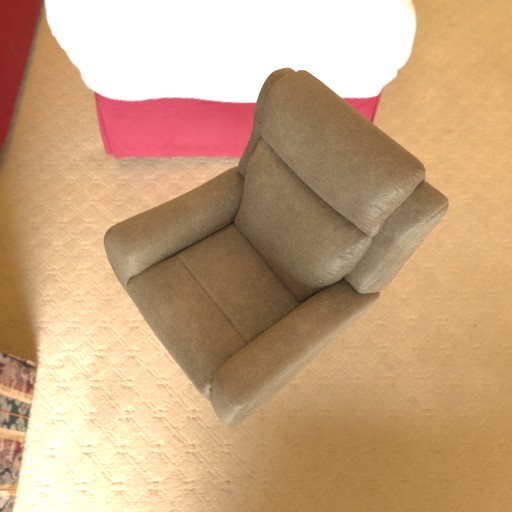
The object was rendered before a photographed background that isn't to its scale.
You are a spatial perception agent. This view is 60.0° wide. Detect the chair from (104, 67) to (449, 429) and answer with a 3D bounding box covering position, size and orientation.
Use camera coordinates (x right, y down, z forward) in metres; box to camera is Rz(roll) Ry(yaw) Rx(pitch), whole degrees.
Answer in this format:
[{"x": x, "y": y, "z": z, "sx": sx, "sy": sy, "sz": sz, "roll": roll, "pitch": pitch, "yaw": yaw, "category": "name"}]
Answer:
[{"x": 0.000, "y": 0.000, "z": 1.932, "sx": 1.068, "sy": 1.116, "sz": 0.965, "roll": -36, "pitch": 69, "yaw": -16, "category": "chair"}]
